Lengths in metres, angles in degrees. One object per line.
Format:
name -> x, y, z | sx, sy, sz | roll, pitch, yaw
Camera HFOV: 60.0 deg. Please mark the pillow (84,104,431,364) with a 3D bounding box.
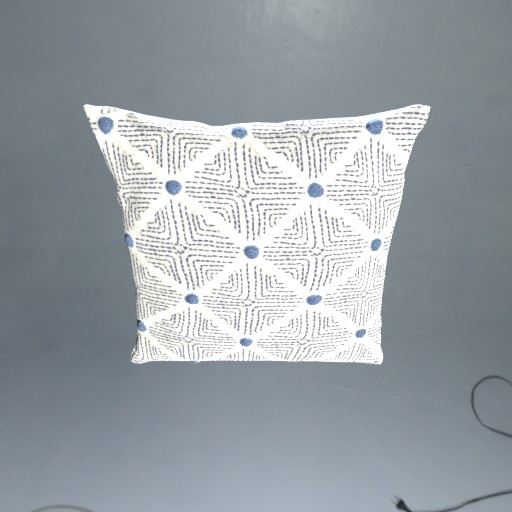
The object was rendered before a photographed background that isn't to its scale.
pillow -> 0.000, 0.000, 0.771 | 0.510, 0.510, 0.145 | 0, 31, 1
